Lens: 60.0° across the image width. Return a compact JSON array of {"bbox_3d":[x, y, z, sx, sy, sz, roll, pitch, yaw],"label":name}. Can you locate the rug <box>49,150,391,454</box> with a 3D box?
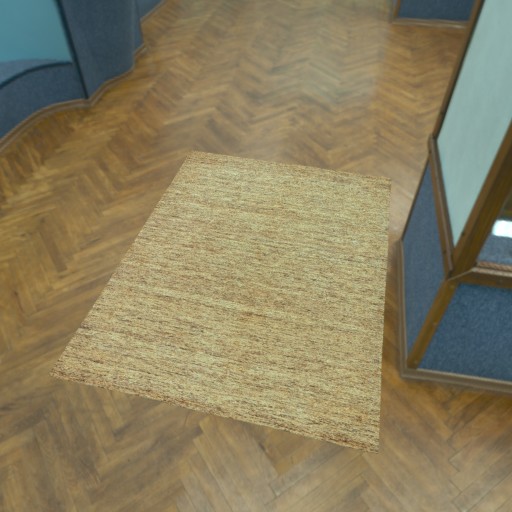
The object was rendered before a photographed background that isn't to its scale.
[{"bbox_3d":[0.000,0.000,4.224,2.438,0.012,3.200,10,46,10],"label":"rug"}]
